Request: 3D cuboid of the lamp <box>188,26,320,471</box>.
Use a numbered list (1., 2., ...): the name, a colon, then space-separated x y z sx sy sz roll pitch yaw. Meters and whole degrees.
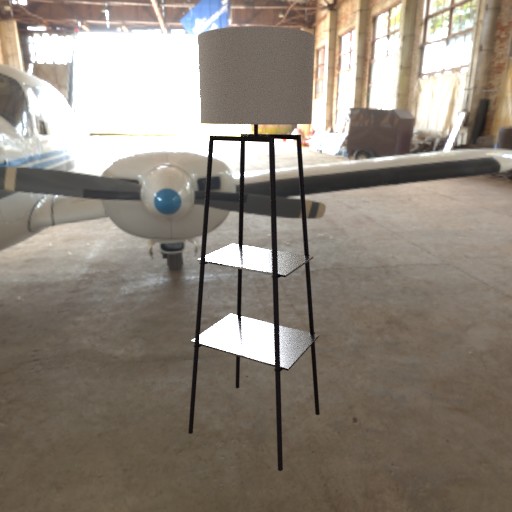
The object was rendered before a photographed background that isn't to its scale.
1. lamp: 0.000 0.000 1.647 0.427 1.474 0.384 9 20 28
